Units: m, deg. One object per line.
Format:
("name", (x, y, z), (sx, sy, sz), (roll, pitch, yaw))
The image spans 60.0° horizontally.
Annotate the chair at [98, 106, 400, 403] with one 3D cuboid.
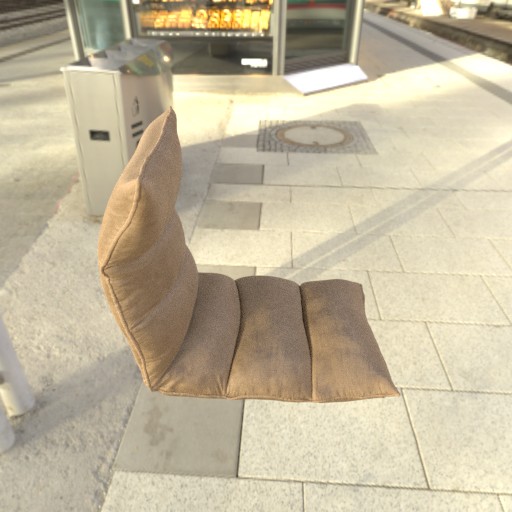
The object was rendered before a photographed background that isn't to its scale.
("chair", (0.000, 0.000, 1.617), (0.985, 0.892, 0.714), (1, 33, 1))
